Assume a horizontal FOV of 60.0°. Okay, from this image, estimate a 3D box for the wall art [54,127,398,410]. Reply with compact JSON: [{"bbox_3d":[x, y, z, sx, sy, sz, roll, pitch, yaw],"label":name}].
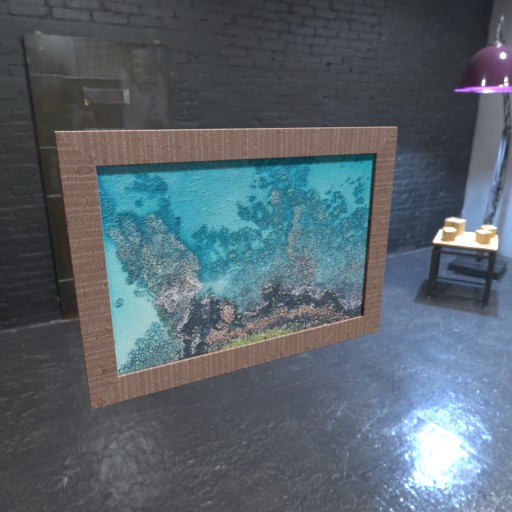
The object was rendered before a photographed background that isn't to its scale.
[{"bbox_3d":[0.000,0.000,1.377,1.056,0.761,0.020,-9,19,-26],"label":"wall art"}]
